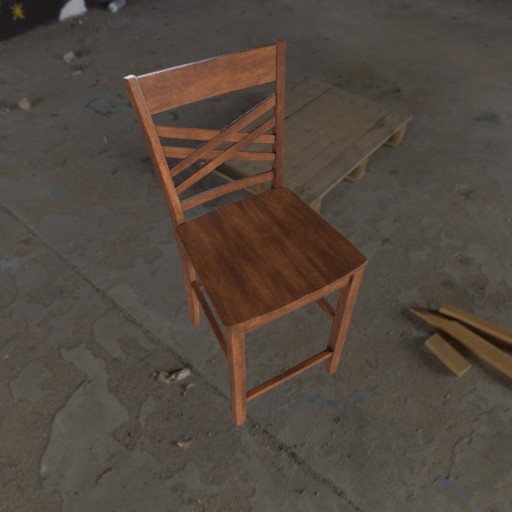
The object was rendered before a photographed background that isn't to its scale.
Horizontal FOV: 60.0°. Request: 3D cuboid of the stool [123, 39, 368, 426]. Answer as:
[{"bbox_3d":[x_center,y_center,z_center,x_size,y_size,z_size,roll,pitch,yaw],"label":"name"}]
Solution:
[{"bbox_3d":[0.000,0.000,1.415,0.462,1.079,0.539,-23,52,-19],"label":"stool"}]
